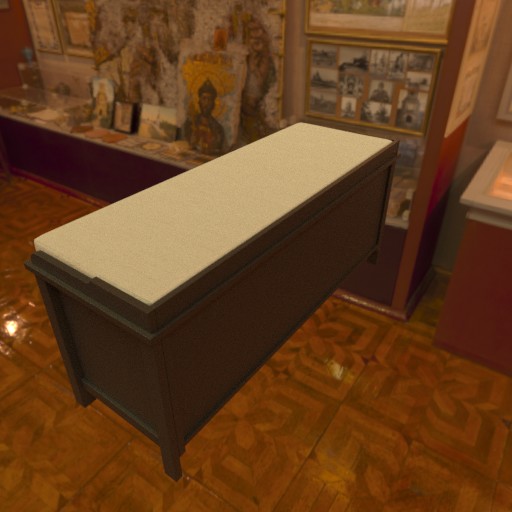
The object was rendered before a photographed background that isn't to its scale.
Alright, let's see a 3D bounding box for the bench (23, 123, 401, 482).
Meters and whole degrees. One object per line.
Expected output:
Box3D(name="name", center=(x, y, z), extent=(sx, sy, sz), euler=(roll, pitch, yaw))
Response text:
Box3D(name="bench", center=(0.000, 0.000, 1.346), extent=(0.398, 0.501, 1.140), euler=(22, 39, 30))
